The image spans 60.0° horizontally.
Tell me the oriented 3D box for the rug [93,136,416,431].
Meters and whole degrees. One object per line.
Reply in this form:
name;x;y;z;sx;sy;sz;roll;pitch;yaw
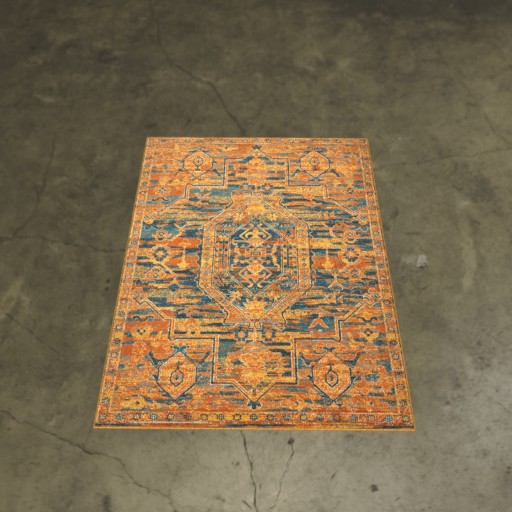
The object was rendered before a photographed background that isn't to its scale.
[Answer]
rug;0.000;0.000;4.108;2.435;0.031;3.040;0;59;0
